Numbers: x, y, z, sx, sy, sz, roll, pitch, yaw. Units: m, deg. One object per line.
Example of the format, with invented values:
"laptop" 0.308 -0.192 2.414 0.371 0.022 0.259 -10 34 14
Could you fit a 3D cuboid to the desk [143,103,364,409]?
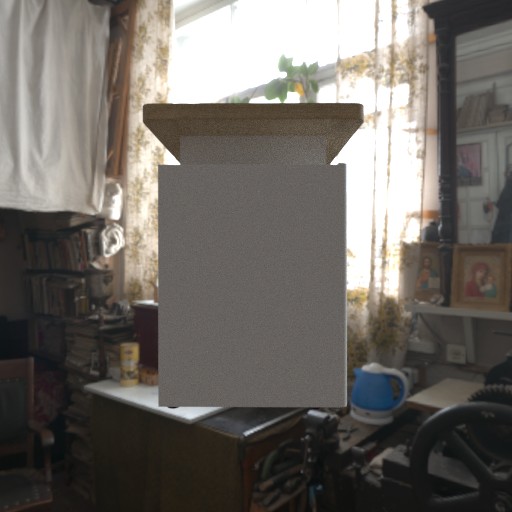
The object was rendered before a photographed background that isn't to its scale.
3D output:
"desk" 0.000 0.000 1.828 0.550 0.755 1.500 0 0 1
